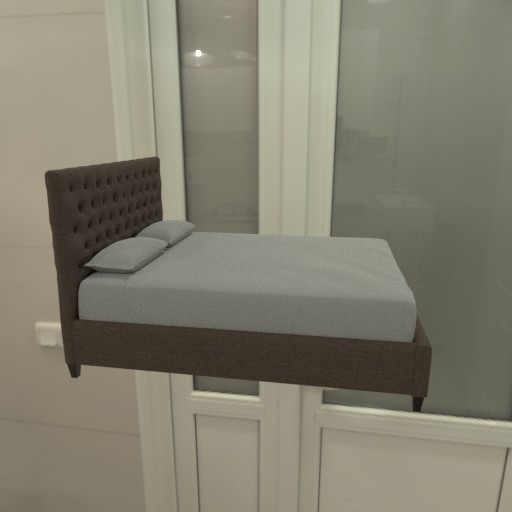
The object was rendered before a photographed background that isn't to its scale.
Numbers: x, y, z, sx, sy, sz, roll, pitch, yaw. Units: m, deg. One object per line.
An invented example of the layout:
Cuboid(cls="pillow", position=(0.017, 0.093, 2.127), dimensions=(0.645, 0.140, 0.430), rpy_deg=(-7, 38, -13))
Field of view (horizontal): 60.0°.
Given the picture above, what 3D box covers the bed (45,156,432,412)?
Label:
Cuboid(cls="bed", position=(0.000, 0.000, 3.482), dimensions=(2.387, 1.427, 1.698), rpy_deg=(3, 16, 10))
